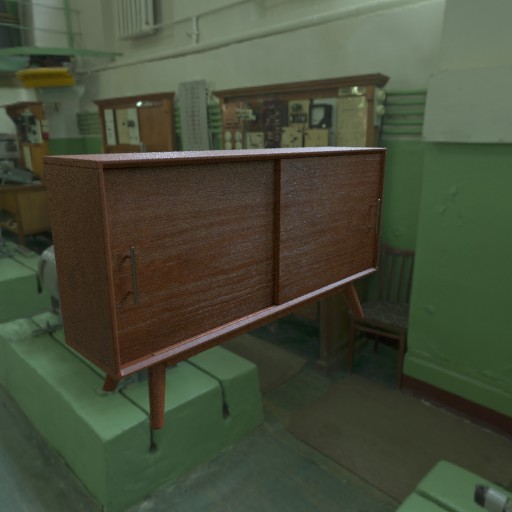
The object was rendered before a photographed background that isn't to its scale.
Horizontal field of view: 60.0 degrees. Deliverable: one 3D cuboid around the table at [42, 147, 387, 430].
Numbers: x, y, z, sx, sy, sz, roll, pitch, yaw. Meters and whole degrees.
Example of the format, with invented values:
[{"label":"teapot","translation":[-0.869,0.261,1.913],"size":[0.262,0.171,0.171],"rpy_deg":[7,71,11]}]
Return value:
[{"label":"table","translation":[0.000,0.000,1.513],"size":[0.308,0.698,1.220],"rpy_deg":[14,21,42]}]
